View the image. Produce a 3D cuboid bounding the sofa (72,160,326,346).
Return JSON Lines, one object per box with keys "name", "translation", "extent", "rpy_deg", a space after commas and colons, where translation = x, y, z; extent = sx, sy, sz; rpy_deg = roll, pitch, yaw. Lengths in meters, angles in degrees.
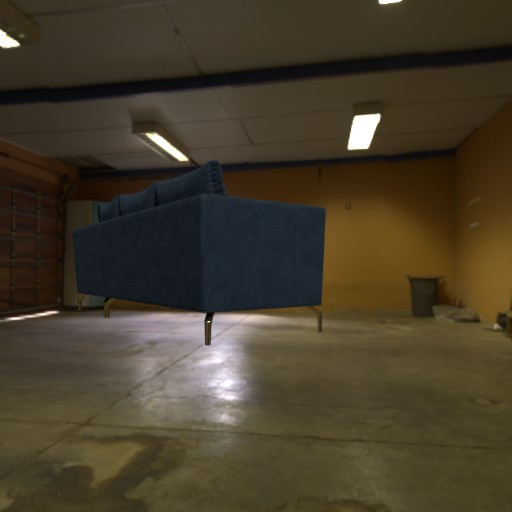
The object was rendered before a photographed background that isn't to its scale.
{"name": "sofa", "translation": [0.000, 0.000, 3.870], "extent": [2.463, 0.988, 2.472], "rpy_deg": [1, -2, -36]}
